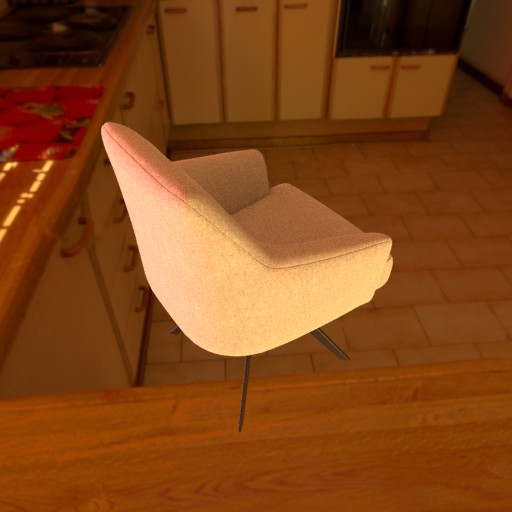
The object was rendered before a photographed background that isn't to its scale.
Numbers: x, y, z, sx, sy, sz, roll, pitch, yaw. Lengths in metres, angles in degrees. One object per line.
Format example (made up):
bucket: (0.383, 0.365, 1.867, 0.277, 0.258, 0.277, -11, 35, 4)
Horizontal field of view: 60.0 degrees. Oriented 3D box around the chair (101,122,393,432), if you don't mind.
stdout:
chair: (0.000, 0.000, 1.361, 0.677, 0.874, 0.642, -24, 46, -26)
